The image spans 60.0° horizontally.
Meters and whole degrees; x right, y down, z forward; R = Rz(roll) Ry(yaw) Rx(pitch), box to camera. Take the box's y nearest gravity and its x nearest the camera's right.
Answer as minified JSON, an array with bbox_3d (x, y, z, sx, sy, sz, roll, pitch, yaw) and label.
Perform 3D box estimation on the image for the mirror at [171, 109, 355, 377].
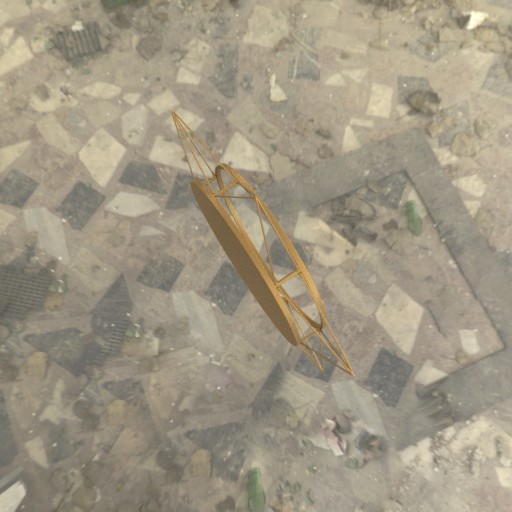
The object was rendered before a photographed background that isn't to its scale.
[{"bbox_3d":[0.000,0.000,0.805,0.062,0.581,0.498,-33,78,-8],"label":"mirror"}]
